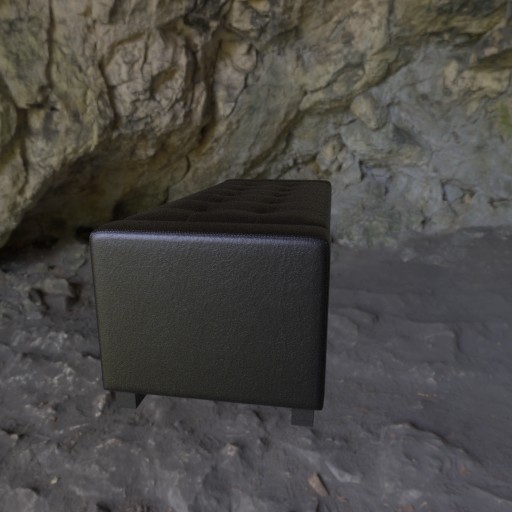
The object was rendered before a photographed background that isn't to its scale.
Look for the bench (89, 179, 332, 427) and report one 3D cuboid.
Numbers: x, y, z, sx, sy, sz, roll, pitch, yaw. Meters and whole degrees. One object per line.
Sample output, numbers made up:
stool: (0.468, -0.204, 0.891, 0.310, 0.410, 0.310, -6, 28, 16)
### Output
bench: (0.000, 0.000, 1.550, 0.508, 0.445, 1.296, 2, 15, 9)
